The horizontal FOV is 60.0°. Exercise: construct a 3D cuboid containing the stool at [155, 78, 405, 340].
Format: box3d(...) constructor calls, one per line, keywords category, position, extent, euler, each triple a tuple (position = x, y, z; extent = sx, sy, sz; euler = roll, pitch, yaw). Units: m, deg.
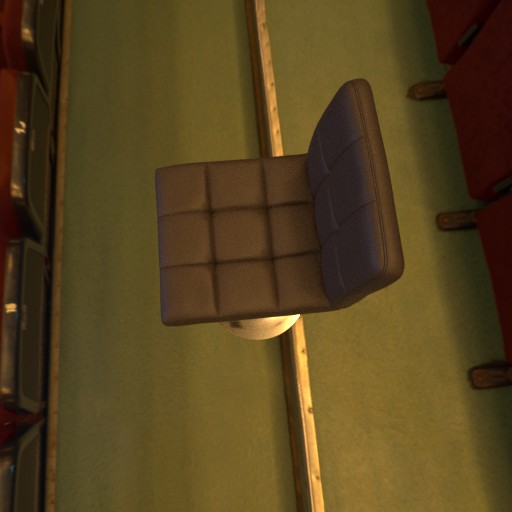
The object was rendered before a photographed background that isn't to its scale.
box3d(category="stool", position=(0.000, 0.000, 1.345), extent=(0.505, 1.115, 0.430), euler=(-5, 75, -1))
